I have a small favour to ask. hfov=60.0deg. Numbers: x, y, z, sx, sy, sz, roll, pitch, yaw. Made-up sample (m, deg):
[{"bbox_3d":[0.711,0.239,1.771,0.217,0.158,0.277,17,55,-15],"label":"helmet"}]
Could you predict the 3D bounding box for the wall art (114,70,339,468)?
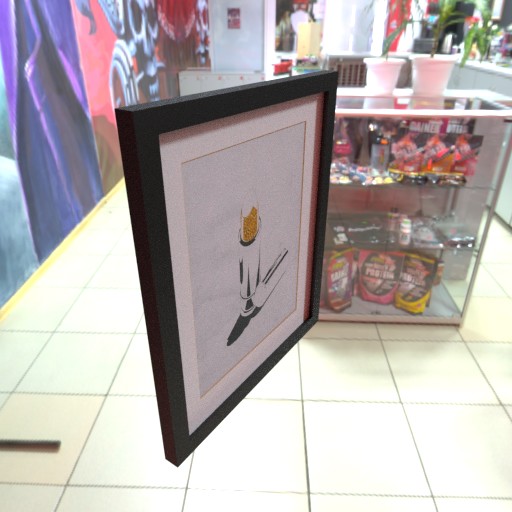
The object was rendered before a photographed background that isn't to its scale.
[{"bbox_3d":[0.000,0.000,0.525,0.019,0.381,0.330,18,33,30],"label":"wall art"}]
